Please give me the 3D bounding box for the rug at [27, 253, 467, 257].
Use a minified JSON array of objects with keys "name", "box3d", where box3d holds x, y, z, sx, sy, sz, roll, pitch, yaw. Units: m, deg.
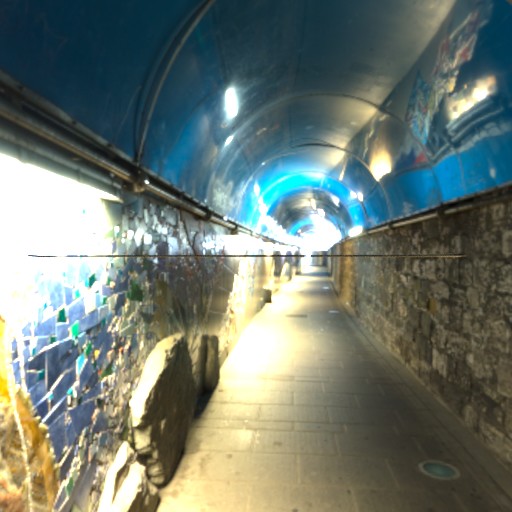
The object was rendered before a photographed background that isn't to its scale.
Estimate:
[{"name":"rug","box3d":[0.000,0.000,2.125,1.698,0.013,1.072,0,0,17]}]
